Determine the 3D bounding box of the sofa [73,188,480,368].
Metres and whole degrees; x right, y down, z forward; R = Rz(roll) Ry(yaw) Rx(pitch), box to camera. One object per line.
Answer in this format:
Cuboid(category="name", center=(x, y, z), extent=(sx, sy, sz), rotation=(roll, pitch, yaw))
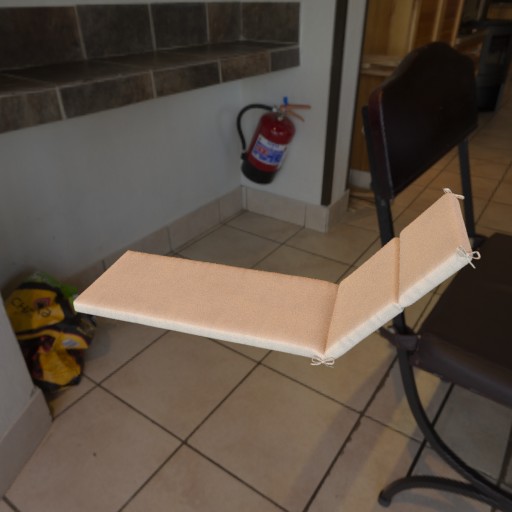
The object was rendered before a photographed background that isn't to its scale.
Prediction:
Cuboid(category="sofa", center=(0.000, 0.000, 1.976), extent=(1.663, 0.622, 0.582), rotation=(8, 32, 14))
